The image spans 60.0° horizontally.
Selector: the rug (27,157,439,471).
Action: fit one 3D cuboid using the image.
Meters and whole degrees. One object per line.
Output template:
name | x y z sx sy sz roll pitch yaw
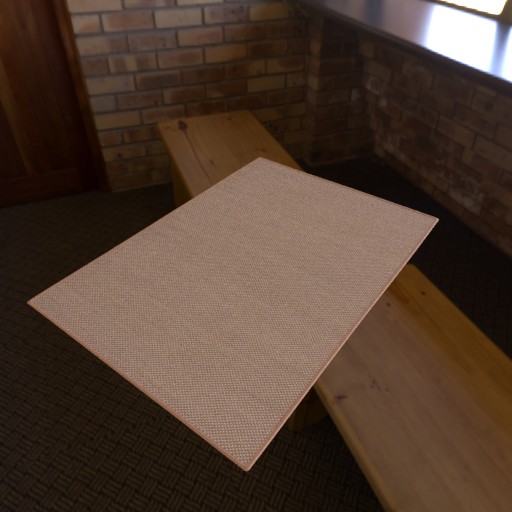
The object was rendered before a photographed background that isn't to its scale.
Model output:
rug | 0.000 0.000 2.715 1.524 0.013 2.134 26 46 28
